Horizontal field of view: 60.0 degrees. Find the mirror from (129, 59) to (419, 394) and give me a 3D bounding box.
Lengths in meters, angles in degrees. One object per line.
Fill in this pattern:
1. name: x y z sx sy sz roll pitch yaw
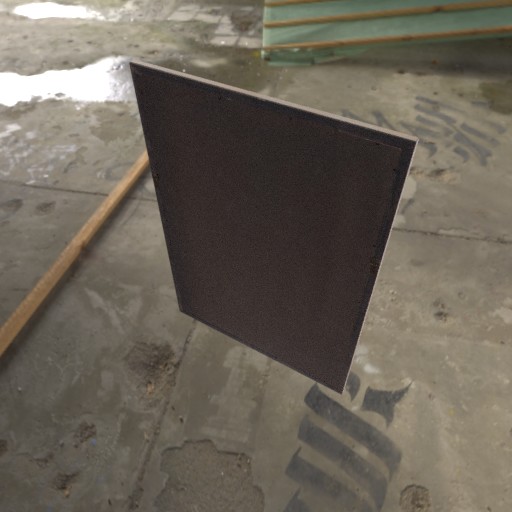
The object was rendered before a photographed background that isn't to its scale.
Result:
1. mirror: 0.000 0.000 1.312 0.705 0.996 0.025 23 50 21
